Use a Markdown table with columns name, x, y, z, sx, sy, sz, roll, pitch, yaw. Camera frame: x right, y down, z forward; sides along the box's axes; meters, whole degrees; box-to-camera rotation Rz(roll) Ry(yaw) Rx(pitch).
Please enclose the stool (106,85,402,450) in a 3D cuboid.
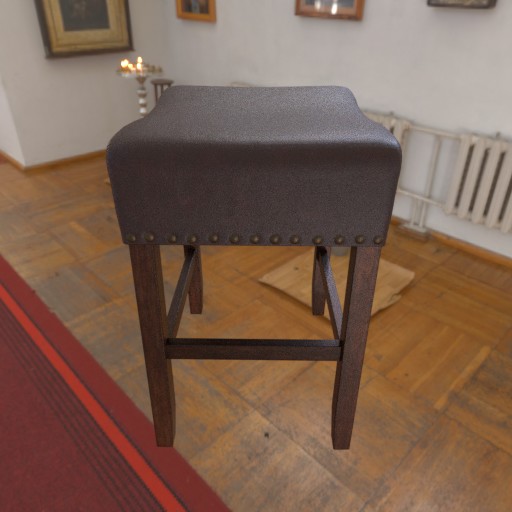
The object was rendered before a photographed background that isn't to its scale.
| name | x | y | z | sx | sy | sz | roll | pitch | yaw |
| --- | --- | --- | --- | --- | --- | --- | --- | --- | --- |
| stool | 0.000 | 0.000 | 0.918 | 0.397 | 0.608 | 0.465 | 0 | 30 | 1 |
